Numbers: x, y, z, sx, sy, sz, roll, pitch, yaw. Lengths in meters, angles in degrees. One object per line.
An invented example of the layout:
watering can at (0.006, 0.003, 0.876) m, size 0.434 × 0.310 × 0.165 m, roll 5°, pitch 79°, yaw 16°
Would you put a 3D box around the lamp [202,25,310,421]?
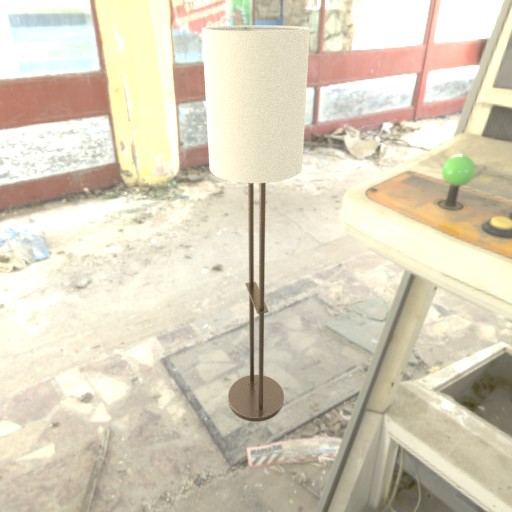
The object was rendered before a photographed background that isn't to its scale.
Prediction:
lamp at (0.000, 0.000, 1.637) m, size 0.305 × 1.500 × 0.306 m, roll -7°, pitch 31°, yaw -12°
